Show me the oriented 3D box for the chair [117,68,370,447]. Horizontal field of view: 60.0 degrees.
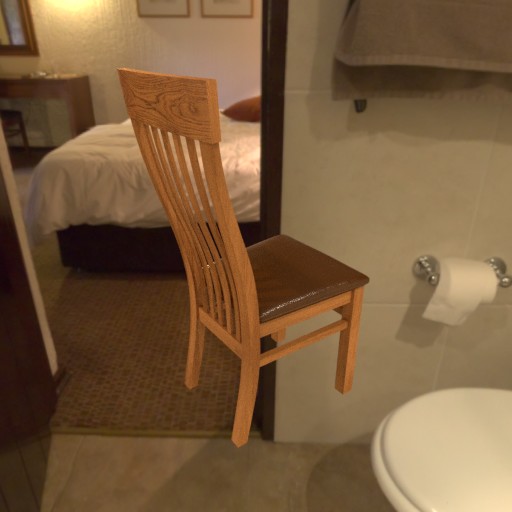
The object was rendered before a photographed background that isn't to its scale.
[{"bbox_3d":[0.000,0.000,1.346,0.580,1.050,0.450,-18,31,-32],"label":"chair"}]
